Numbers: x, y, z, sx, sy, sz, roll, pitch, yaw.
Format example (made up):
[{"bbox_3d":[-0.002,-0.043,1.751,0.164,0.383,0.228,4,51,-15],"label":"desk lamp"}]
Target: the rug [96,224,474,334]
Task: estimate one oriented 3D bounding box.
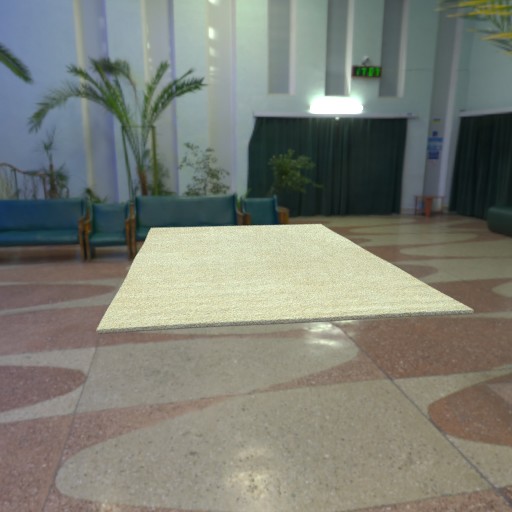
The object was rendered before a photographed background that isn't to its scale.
[{"bbox_3d":[0.000,0.000,3.375,1.800,0.025,2.699,-2,13,-8],"label":"rug"}]
